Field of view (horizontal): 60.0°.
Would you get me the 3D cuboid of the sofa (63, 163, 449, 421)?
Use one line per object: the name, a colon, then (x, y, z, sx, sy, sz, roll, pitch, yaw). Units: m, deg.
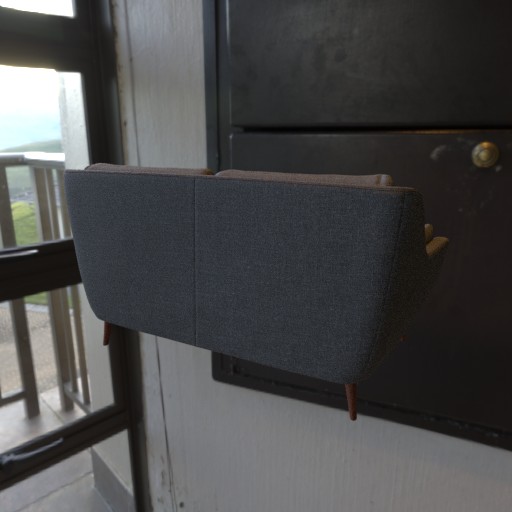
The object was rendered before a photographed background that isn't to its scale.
sofa: (0.000, 0.000, 2.154, 1.646, 0.887, 0.976, 8, 17, 27)
